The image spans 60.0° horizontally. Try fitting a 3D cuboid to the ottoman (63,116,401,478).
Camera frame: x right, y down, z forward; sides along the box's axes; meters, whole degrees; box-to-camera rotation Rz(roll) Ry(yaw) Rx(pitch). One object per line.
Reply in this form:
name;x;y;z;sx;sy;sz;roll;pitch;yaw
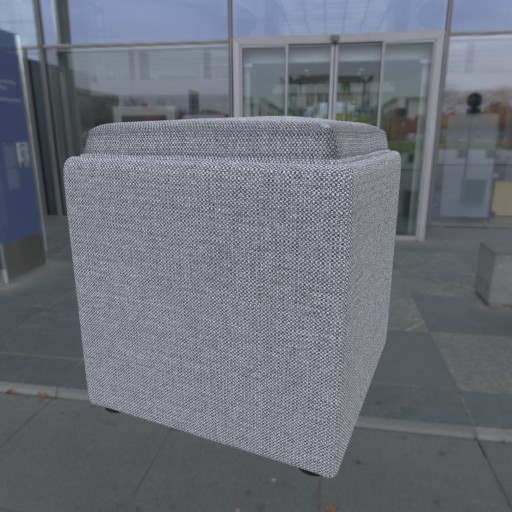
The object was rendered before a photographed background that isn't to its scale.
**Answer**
ottoman;0.000;0.000;0.813;0.436;0.487;0.454;7;17;23
